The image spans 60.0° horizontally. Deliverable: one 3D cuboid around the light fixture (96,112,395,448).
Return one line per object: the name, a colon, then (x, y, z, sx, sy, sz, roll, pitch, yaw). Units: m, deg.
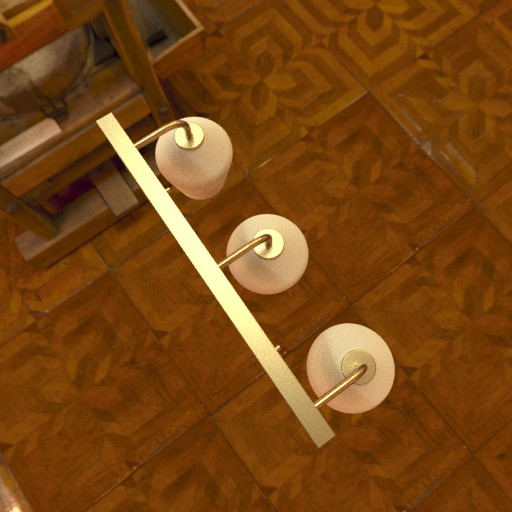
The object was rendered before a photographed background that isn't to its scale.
light fixture: (0.000, 0.000, 0.732, 0.190, 0.280, 0.609, -34, 78, -8)
